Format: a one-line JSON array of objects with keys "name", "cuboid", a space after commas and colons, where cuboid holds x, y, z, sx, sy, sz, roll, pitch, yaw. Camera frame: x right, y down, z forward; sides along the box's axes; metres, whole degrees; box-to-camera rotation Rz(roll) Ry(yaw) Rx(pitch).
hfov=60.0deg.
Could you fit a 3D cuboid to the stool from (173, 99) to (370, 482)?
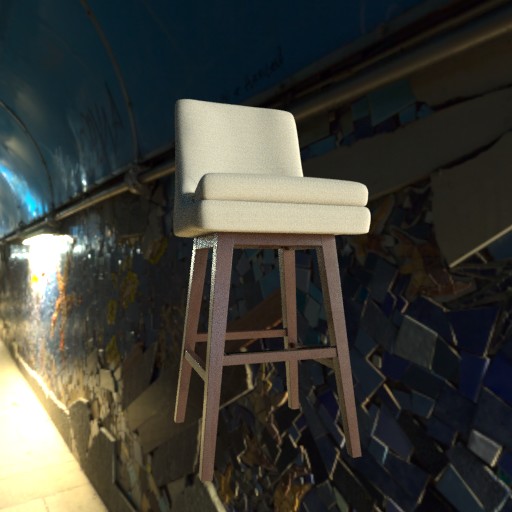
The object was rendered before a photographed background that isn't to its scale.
[{"name": "stool", "cuboid": [0.000, 0.000, 1.366, 0.483, 1.093, 0.559, 0, -1, -19]}]
